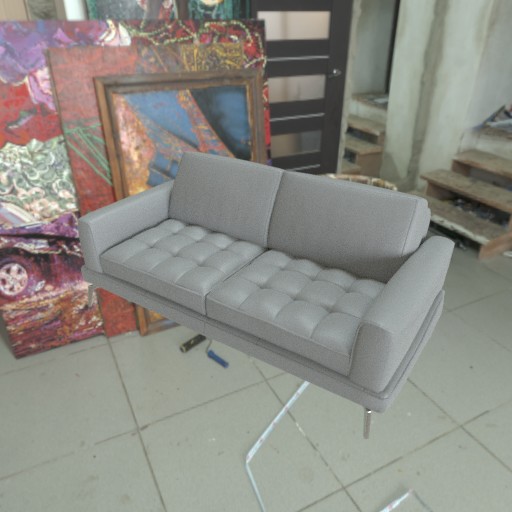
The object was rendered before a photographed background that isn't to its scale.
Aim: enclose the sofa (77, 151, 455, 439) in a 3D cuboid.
[{"bbox_3d":[0.000,0.000,2.790,2.177,0.930,1.121,18,33,29],"label":"sofa"}]
